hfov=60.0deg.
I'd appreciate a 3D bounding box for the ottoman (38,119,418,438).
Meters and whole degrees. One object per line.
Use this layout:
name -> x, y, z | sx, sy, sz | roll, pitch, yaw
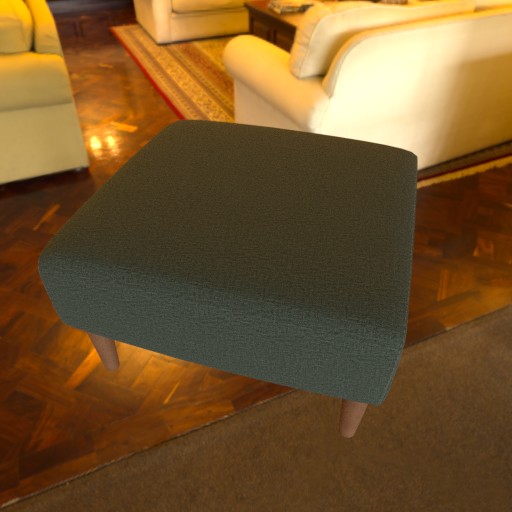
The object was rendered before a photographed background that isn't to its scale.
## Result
ottoman -> 0.000, 0.000, 1.040 | 0.650, 0.398, 0.649 | 11, 43, 13
